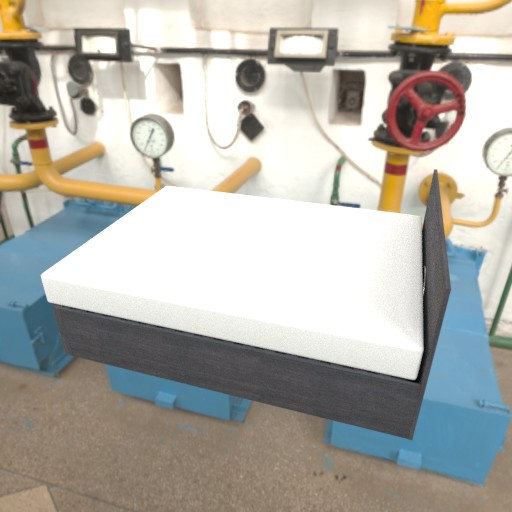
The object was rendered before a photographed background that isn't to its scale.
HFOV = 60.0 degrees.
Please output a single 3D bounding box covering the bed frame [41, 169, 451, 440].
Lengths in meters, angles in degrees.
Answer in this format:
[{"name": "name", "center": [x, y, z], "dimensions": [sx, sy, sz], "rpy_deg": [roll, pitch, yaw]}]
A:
[{"name": "bed frame", "center": [0.000, 0.000, 2.600], "dimensions": [1.900, 0.800, 1.400], "rpy_deg": [9, 30, 15]}]
